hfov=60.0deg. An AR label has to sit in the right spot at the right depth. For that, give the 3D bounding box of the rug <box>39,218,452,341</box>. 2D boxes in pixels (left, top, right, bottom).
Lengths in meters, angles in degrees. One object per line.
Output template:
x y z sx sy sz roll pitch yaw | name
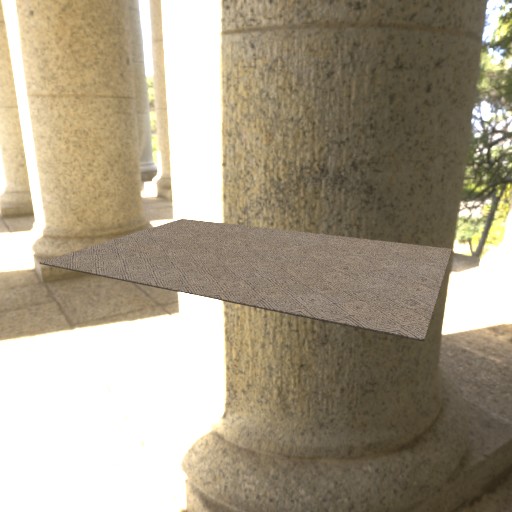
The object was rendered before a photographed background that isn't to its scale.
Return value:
0.000 0.000 2.281 1.783 0.008 1.175 8 19 26 | rug
